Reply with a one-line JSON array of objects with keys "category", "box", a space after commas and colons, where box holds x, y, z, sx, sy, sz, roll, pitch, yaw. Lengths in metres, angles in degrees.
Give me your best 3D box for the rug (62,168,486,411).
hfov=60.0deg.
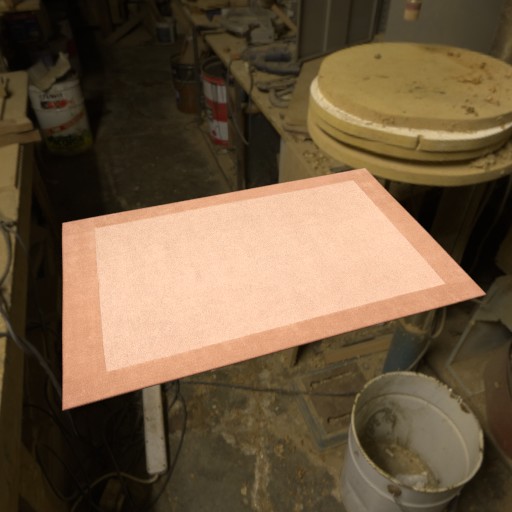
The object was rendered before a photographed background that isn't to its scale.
[{"category": "rug", "box": [0.000, 0.000, 2.935, 2.438, 0.014, 1.524, -12, 44, -13]}]
